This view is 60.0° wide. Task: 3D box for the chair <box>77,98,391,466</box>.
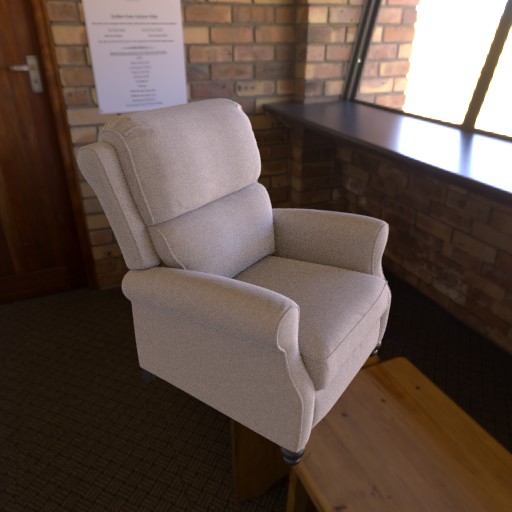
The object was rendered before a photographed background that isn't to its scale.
[{"bbox_3d":[0.000,0.000,1.705,0.919,1.046,0.859,18,32,31],"label":"chair"}]
